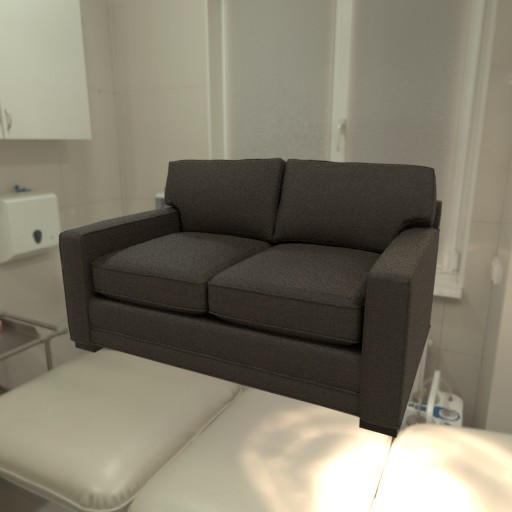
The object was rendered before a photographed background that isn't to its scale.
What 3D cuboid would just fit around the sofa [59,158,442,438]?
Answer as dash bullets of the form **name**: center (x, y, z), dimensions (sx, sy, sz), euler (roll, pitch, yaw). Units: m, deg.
- **sofa**: center (0.000, 0.000, 2.102), dimensions (1.534, 0.887, 0.974), euler (7, 16, 26)
